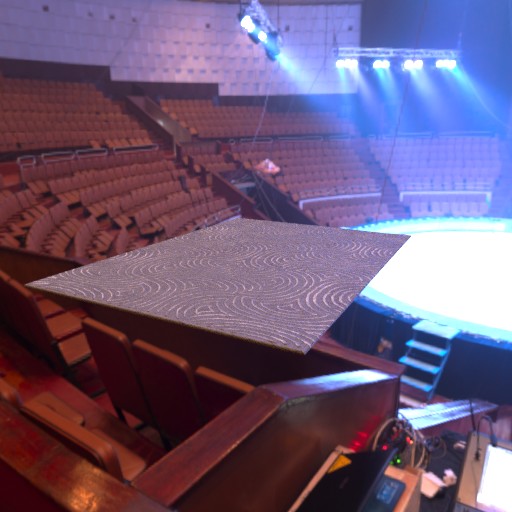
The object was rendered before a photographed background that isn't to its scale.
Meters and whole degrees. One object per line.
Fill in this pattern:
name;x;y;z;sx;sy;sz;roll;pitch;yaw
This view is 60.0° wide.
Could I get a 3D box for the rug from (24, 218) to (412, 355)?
rug;0.000;0.000;2.825;1.543;0.015;2.144;8;17;27
